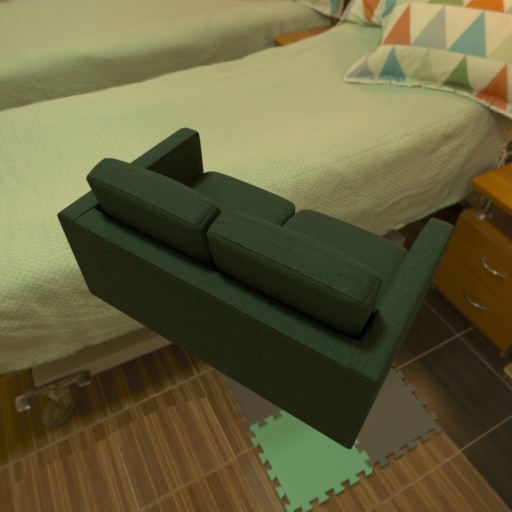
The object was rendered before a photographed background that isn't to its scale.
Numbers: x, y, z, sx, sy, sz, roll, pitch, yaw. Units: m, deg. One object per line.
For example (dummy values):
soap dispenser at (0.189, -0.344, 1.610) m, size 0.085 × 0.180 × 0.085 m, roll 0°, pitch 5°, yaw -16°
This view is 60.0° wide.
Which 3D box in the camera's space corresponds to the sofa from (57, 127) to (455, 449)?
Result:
sofa at (0.000, 0.000, 2.009) m, size 1.430 × 0.899 × 0.879 m, roll 25°, pitch 52°, yaw 22°
